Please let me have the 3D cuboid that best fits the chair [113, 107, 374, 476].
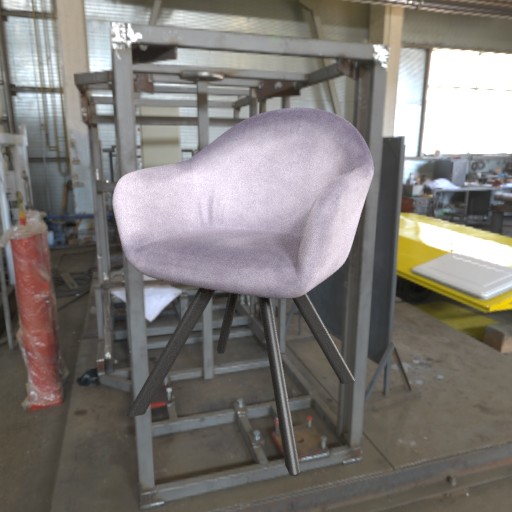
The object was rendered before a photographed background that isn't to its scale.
[{"bbox_3d":[0.000,0.000,1.171,0.570,0.780,0.540,7,15,27],"label":"chair"}]
